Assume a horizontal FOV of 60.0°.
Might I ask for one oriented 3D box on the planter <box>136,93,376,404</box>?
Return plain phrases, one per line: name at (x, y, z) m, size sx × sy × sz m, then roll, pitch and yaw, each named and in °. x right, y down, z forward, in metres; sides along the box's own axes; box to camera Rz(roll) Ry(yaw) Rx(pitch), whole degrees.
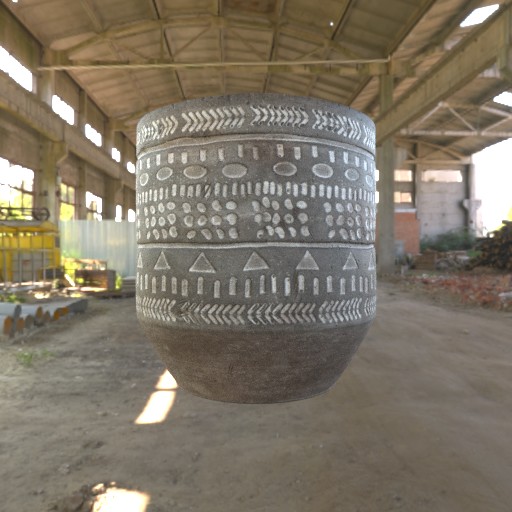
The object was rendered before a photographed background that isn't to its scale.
planter at (0.000, 0.000, 0.232) m, size 0.122 × 0.128 × 0.122 m, roll 0°, pitch 0°, yaw 0°
